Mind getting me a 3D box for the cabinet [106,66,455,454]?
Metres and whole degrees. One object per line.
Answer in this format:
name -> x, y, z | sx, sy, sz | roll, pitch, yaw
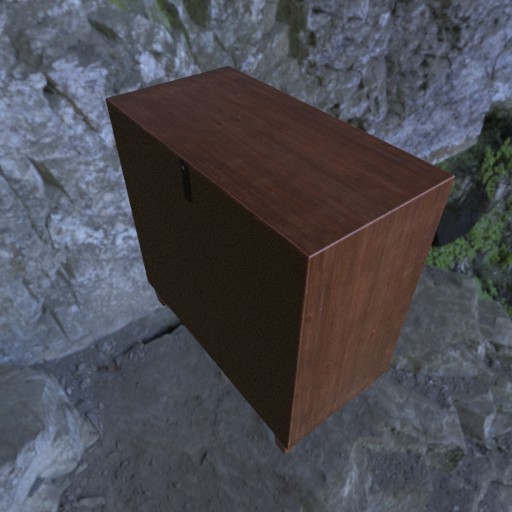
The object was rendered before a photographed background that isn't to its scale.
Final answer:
cabinet -> 0.000, 0.000, 1.299 | 0.412, 0.785, 0.796 | -27, 49, -27
